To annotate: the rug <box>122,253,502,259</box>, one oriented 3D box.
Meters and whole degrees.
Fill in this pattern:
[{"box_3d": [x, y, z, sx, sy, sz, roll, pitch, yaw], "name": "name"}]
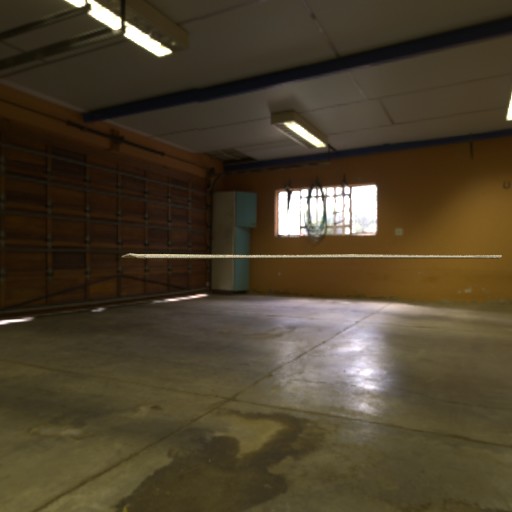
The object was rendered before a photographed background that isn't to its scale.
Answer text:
[{"box_3d": [0.000, 0.000, 2.890, 1.609, 0.030, 2.342, 0, 0, -19], "name": "rug"}]
